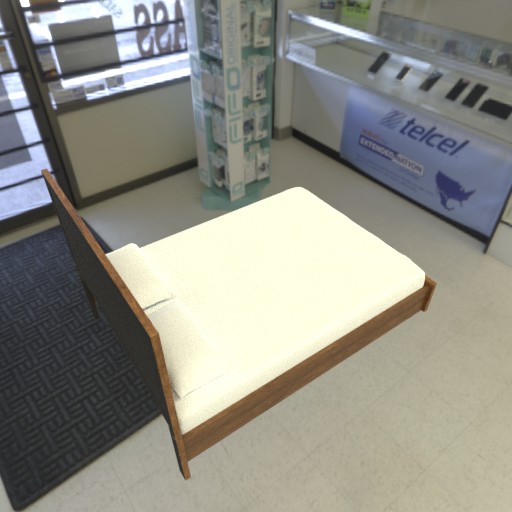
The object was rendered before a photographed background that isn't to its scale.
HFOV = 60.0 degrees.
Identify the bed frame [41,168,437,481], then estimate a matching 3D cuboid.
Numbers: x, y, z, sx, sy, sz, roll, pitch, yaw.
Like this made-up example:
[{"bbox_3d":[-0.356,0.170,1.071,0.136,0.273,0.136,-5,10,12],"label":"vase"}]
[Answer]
[{"bbox_3d":[0.000,0.000,3.343,2.276,1.417,1.696,-25,46,-26],"label":"bed frame"}]
